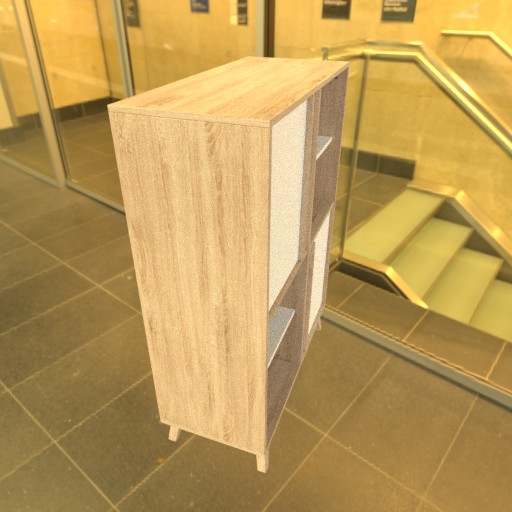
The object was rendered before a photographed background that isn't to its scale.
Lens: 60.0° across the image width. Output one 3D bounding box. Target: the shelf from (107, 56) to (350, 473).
[{"bbox_3d":[0.000,0.000,1.844,0.450,1.390,1.000,11,33,18],"label":"shelf"}]
